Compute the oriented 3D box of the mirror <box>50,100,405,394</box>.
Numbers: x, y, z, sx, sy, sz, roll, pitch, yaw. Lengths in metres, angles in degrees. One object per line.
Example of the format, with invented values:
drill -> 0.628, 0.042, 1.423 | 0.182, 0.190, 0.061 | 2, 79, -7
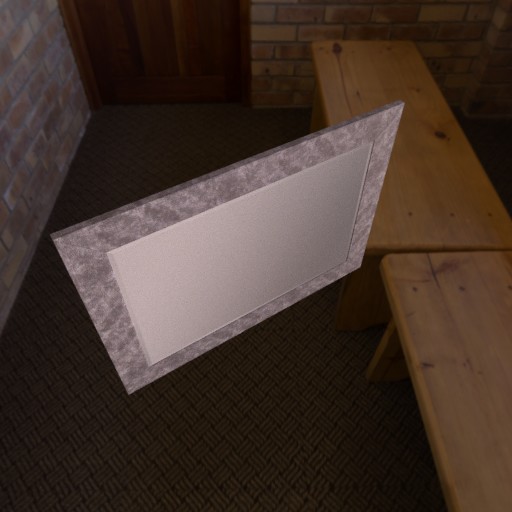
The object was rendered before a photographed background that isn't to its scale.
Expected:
mirror -> 0.000, 0.000, 1.496 | 1.101, 0.795, 0.022 | -26, 53, -21
